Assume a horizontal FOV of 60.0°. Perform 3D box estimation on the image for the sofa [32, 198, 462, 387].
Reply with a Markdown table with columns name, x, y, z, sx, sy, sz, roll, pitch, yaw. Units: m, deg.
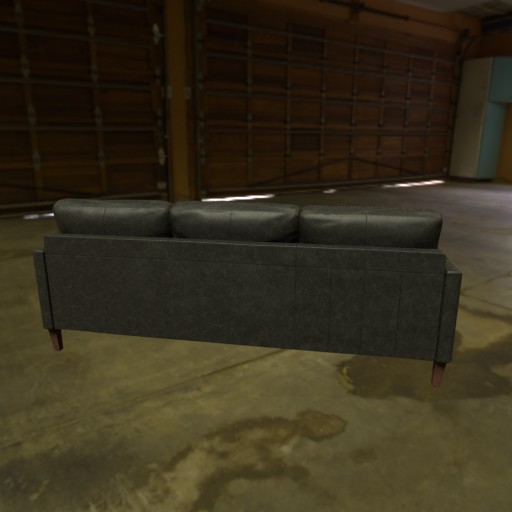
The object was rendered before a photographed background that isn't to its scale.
| name | x | y | z | sx | sy | sz | roll | pitch | yaw |
| --- | --- | --- | --- | --- | --- | --- | --- | --- | --- |
| sofa | 0.000 | 0.000 | 2.923 | 2.178 | 0.876 | 1.497 | 3 | 15 | 10 |
